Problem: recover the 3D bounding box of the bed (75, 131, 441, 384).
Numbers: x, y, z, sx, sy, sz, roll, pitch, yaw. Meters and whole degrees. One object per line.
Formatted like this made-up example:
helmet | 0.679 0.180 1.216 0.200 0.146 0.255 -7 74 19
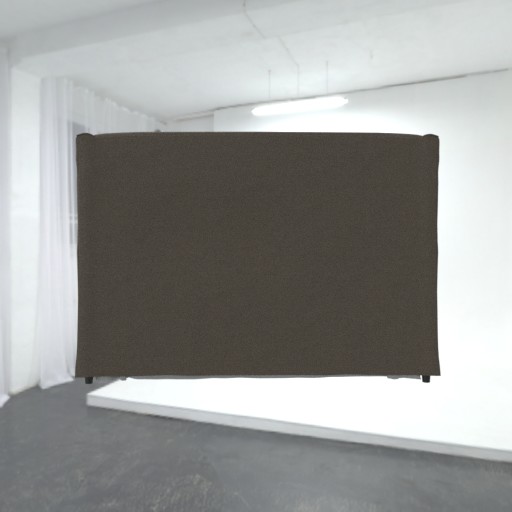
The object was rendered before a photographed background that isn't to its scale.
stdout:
bed | 0.000 0.000 3.432 1.925 1.332 2.276 0 1 -1
